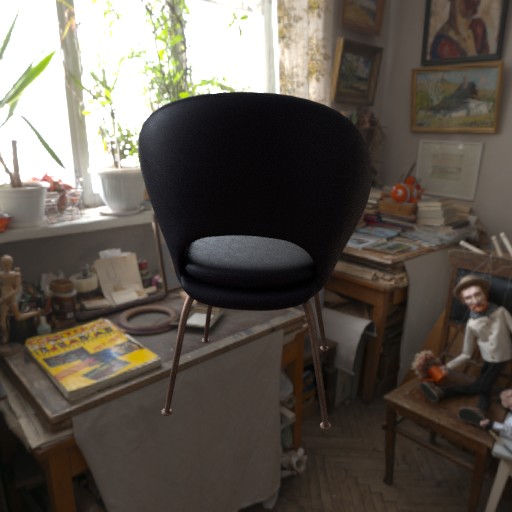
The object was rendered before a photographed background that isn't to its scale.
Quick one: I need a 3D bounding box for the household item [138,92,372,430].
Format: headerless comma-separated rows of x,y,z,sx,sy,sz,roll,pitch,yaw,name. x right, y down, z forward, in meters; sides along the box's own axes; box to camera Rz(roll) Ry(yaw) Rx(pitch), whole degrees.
0.000,0.000,1.280,0.623,0.852,0.573,2,16,8,household item
